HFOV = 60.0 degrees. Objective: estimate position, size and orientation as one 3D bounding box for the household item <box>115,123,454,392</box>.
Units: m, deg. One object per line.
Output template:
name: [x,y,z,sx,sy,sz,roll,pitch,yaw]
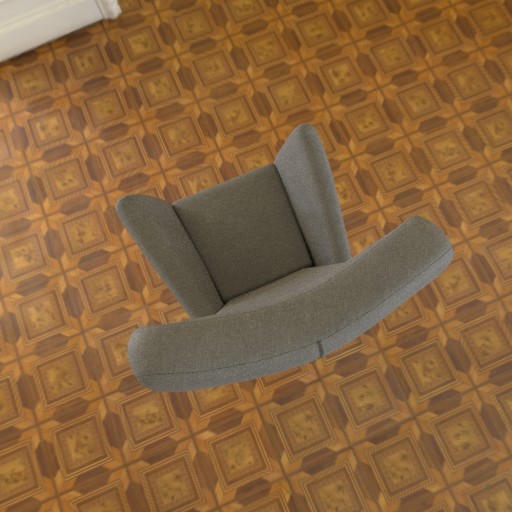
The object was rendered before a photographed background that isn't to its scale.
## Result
household item: [0.000,0.000,1.768,0.980,1.050,0.900,-23,77,-6]
